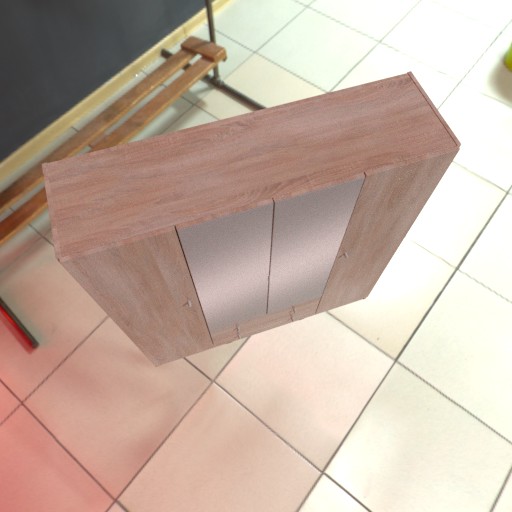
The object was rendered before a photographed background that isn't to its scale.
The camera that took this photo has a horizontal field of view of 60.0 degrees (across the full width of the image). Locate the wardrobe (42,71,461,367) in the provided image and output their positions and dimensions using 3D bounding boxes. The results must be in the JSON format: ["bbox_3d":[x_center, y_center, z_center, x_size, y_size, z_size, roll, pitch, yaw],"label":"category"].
[{"bbox_3d":[0.000,0.000,3.137,1.998,2.159,0.598,-17,65,-8],"label":"wardrobe"}]
